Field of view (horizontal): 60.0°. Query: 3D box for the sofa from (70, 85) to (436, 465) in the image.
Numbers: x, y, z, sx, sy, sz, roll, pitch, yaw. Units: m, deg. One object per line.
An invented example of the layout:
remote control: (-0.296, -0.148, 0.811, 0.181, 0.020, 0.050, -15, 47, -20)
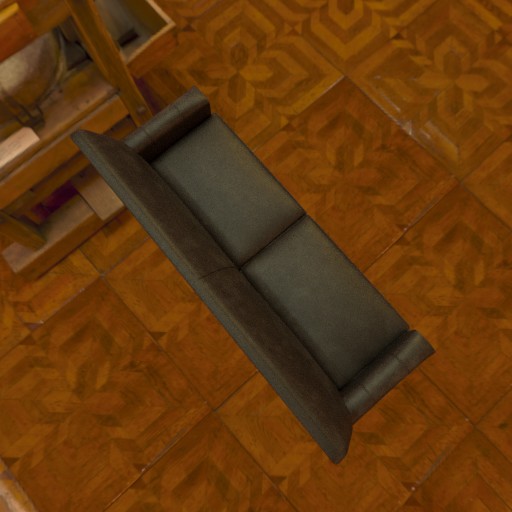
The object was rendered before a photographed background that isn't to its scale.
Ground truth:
sofa: (0.000, 0.000, 2.582, 0.805, 0.947, 2.053, -39, 79, -9)
